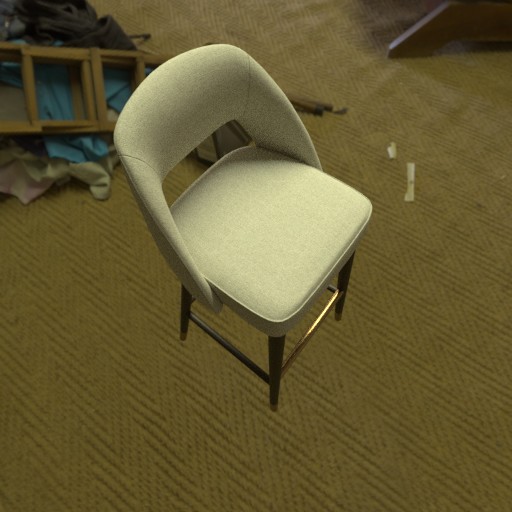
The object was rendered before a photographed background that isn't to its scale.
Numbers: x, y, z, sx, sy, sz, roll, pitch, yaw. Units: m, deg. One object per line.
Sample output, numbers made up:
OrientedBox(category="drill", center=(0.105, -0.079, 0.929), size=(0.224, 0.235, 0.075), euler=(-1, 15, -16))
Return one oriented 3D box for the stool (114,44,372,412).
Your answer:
OrientedBox(category="stool", center=(0.000, 0.000, 1.286), size=(0.509, 1.037, 0.494), euler=(33, 64, 18))
